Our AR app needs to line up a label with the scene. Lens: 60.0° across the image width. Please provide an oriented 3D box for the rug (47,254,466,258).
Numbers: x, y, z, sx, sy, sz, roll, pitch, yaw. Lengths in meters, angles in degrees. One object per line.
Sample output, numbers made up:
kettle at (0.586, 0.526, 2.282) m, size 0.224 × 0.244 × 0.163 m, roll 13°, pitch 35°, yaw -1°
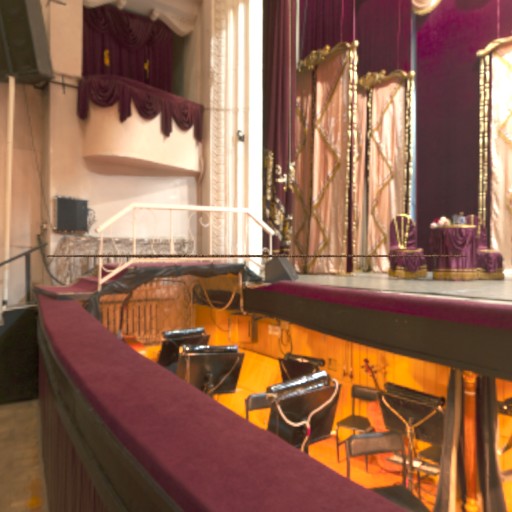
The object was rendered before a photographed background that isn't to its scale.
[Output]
rug at (0.000, 0.000, 4.244) m, size 3.204 × 0.017 × 2.448 m, roll 0°, pitch 0°, yaw -37°
